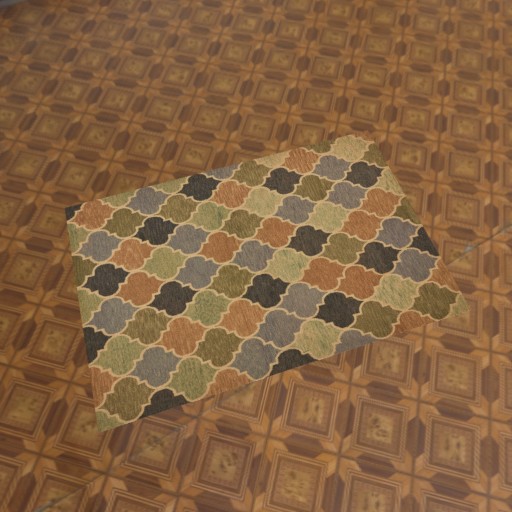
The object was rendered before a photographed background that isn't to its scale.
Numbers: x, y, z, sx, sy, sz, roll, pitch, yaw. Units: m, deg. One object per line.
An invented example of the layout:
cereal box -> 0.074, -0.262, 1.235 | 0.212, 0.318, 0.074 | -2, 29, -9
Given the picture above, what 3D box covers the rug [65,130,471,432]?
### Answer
rug -> 0.000, 0.000, 2.892 | 2.284, 0.006, 1.521 | -16, 64, -8
